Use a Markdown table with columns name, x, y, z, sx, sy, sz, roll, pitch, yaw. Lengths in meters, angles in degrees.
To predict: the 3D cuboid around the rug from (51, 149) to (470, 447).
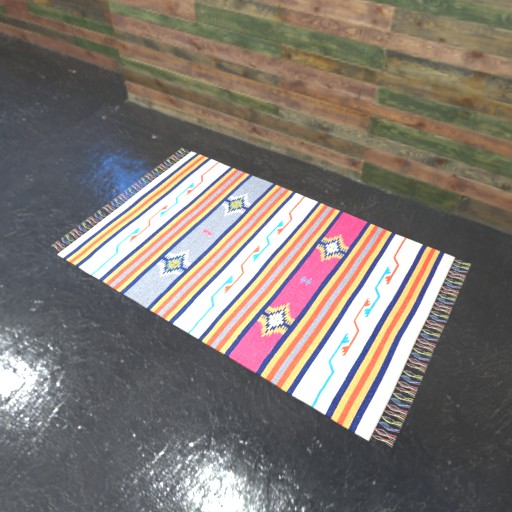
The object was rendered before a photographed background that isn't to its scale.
| name | x | y | z | sx | sy | sz | roll | pitch | yaw |
| --- | --- | --- | --- | --- | --- | --- | --- | --- | --- |
| rug | 0.000 | 0.000 | 2.226 | 1.849 | 0.013 | 1.084 | 26 | 52 | 22 |
